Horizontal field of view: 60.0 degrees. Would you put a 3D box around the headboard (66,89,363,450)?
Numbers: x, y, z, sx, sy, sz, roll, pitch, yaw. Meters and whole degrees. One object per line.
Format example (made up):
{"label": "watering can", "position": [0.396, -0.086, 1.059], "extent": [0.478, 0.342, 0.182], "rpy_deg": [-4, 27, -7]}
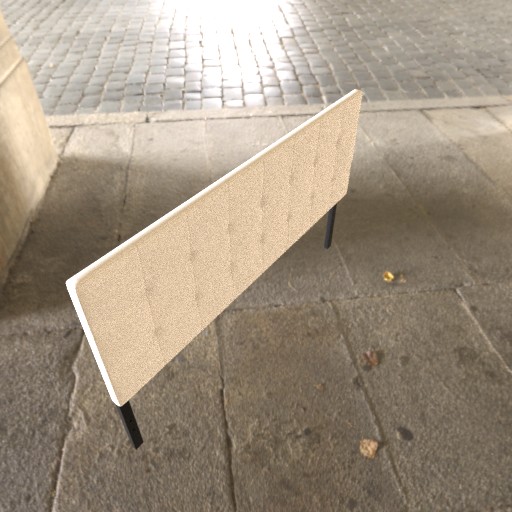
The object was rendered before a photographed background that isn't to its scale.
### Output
{"label": "headboard", "position": [0.000, 0.000, 2.813], "extent": [0.120, 1.410, 2.362], "rpy_deg": [26, 48, 26]}
